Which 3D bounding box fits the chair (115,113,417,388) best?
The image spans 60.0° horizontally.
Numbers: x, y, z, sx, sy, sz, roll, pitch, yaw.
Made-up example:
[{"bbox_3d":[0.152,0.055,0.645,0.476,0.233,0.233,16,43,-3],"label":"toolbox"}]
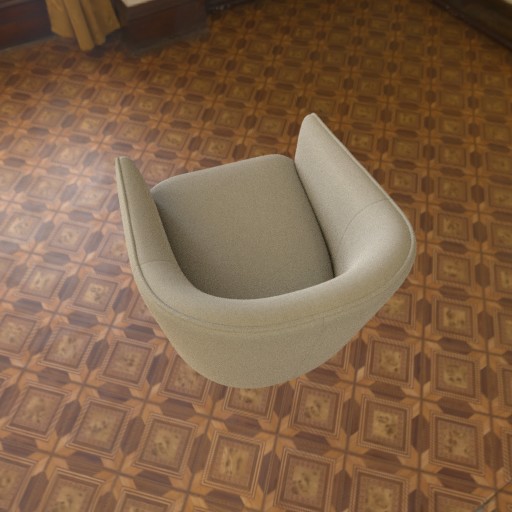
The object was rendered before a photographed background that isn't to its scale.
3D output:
[{"bbox_3d":[0.000,0.000,1.441,0.747,0.799,0.875,-16,58,-10],"label":"chair"}]
